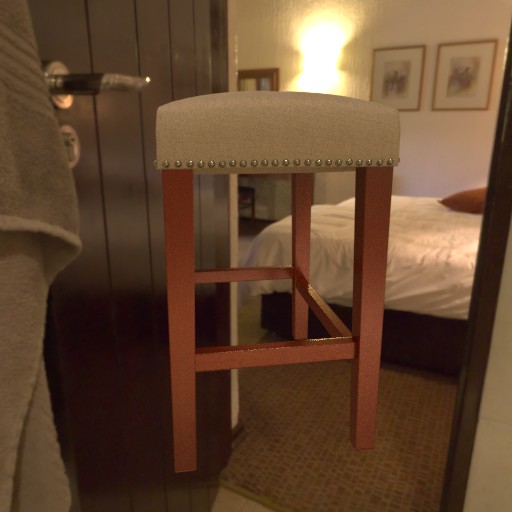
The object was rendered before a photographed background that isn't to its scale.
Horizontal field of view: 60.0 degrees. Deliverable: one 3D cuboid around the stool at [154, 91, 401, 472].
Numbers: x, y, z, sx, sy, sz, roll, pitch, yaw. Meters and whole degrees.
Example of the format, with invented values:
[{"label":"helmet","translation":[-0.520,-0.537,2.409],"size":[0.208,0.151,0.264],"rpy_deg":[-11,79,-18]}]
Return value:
[{"label":"stool","translation":[0.000,0.000,0.951],"size":[0.375,0.632,0.509],"rpy_deg":[-3,16,-9]}]
